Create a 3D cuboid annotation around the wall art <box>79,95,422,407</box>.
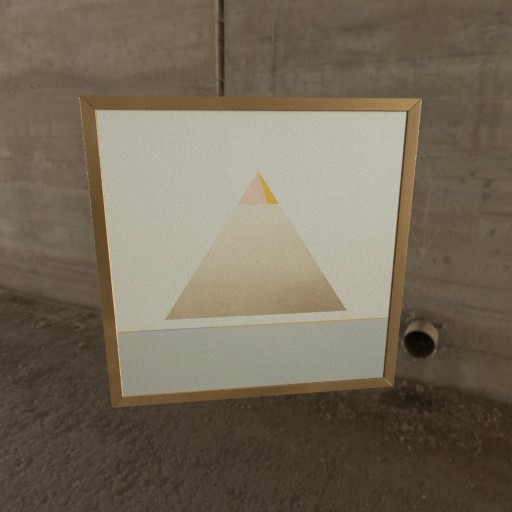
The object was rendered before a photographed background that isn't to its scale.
[{"bbox_3d":[0.000,0.000,0.452,0.305,0.303,0.038,-2,16,-7],"label":"wall art"}]
